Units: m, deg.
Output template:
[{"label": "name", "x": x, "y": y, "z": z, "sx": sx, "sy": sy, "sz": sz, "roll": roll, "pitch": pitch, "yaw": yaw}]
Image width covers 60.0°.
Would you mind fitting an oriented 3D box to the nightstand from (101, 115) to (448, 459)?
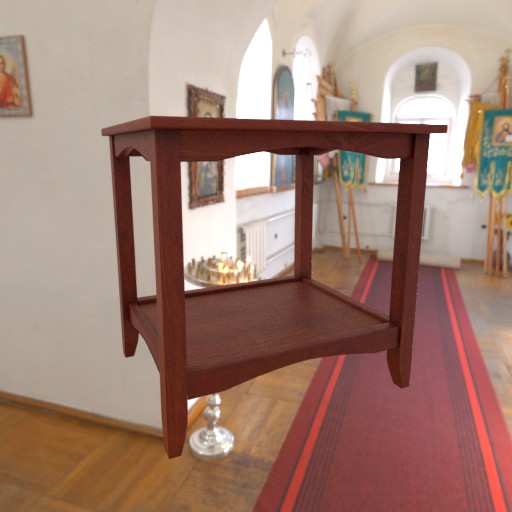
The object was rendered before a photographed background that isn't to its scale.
[{"label": "nightstand", "x": 0.000, "y": 0.000, "z": 0.997, "sx": 0.558, "sy": 0.558, "sz": 0.501, "roll": -7, "pitch": 15, "yaw": -25}]
